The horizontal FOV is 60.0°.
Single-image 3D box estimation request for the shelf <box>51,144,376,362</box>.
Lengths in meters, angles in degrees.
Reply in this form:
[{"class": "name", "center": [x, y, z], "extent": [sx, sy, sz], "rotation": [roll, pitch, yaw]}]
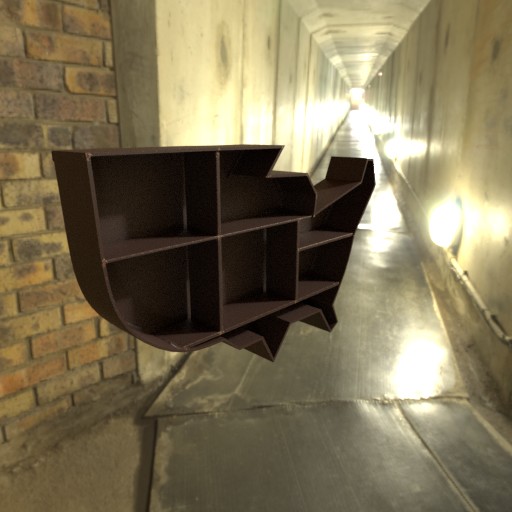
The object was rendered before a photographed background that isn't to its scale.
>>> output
[{"class": "shelf", "center": [0.000, 0.000, 0.902], "extent": [0.112, 0.439, 0.729], "rotation": [15, 21, 42]}]
